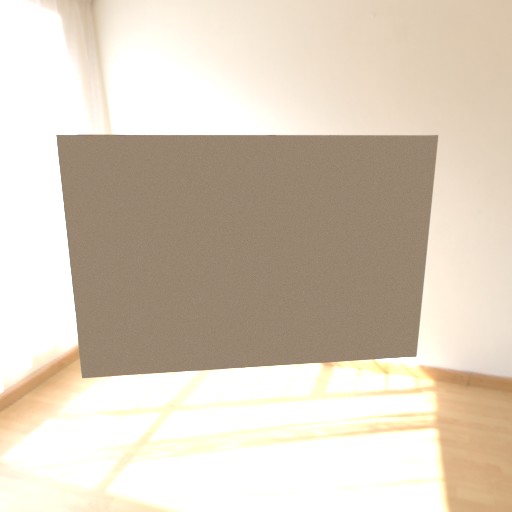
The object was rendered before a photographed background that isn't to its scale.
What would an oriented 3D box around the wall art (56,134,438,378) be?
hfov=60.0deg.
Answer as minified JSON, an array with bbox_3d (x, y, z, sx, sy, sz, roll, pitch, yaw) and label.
[{"bbox_3d":[0.000,0.000,1.128,0.894,0.595,0.057,-2,15,-7],"label":"wall art"}]
